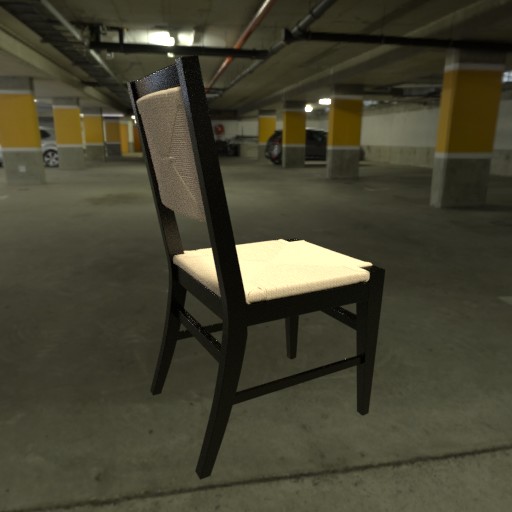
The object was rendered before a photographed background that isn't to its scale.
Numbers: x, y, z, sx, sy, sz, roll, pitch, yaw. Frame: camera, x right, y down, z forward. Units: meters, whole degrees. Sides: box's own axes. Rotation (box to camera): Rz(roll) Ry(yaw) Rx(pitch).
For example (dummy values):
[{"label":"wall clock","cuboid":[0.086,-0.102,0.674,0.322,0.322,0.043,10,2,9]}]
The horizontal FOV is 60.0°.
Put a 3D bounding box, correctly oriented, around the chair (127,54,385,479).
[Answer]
[{"label":"chair","cuboid":[0.000,0.000,1.227,0.552,0.927,0.437,-8,17,-27]}]
